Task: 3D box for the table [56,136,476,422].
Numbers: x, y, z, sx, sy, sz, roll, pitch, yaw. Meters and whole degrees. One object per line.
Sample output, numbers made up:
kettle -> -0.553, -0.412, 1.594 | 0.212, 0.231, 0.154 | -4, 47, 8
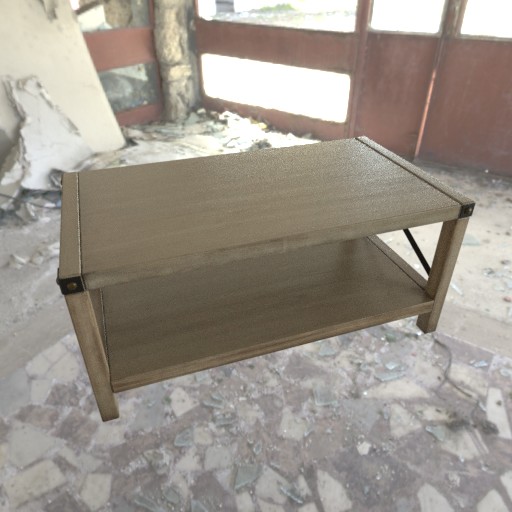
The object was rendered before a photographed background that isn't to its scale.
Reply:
table -> 0.000, 0.000, 1.332 | 1.016, 0.456, 0.559 | -11, 35, -16
